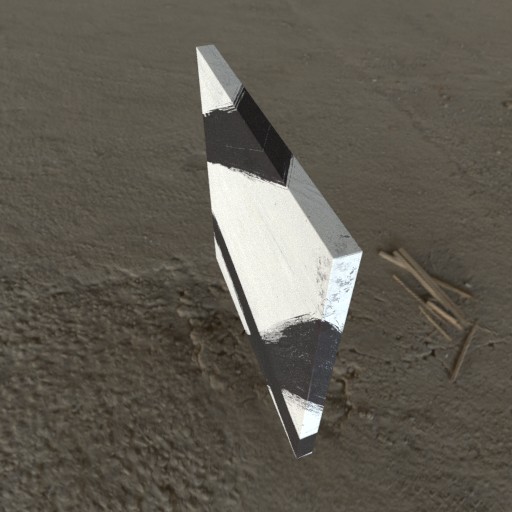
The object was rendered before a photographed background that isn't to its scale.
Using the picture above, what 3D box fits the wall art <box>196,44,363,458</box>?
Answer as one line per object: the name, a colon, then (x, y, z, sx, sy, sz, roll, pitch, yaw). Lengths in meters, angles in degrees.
wall art: (0.000, 0.000, 1.135, 0.046, 0.765, 0.765, -14, 48, -13)
